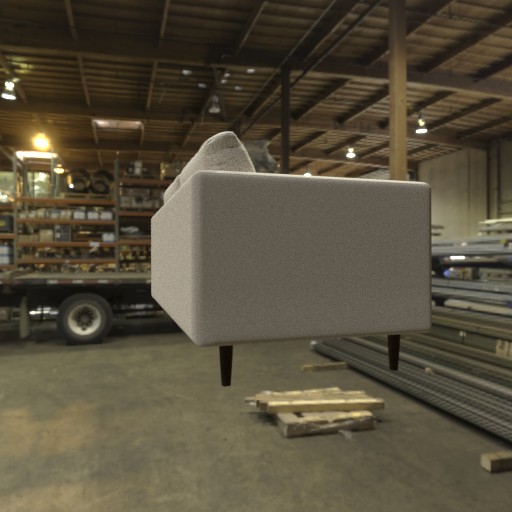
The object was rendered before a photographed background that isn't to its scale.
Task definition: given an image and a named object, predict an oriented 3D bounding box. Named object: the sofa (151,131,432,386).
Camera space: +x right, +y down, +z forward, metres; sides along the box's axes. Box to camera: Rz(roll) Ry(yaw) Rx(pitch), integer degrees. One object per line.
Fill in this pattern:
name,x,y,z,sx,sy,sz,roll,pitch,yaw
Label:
sofa,0.000,0.000,2.302,0.940,0.893,1.713,0,1,-18
